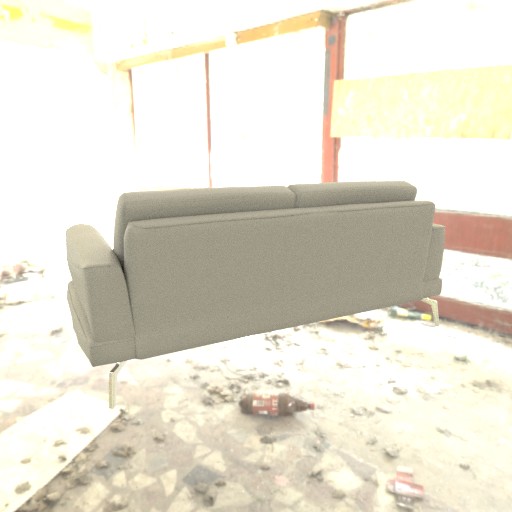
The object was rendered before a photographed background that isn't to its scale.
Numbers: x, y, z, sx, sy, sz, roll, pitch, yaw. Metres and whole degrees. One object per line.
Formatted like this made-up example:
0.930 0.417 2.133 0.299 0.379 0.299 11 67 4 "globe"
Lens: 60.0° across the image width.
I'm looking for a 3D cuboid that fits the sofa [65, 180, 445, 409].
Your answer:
0.000 0.000 2.747 2.177 0.930 1.121 -7 15 -26 "sofa"
